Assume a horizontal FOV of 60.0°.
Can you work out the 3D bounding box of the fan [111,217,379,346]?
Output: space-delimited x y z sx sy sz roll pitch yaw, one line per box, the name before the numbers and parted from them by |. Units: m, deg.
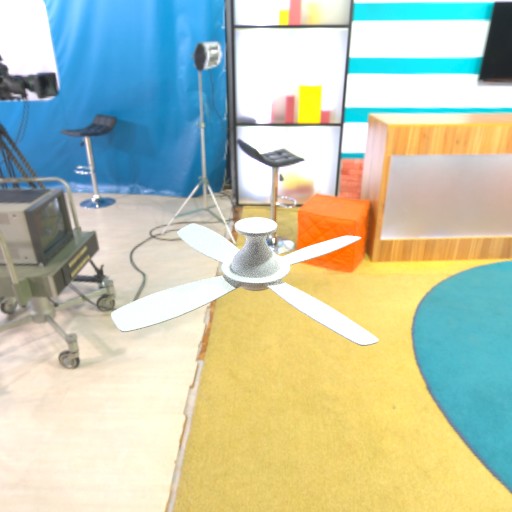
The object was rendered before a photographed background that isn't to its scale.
fan | 0.000 0.000 2.521 1.693 0.382 1.694 -19 32 -33
